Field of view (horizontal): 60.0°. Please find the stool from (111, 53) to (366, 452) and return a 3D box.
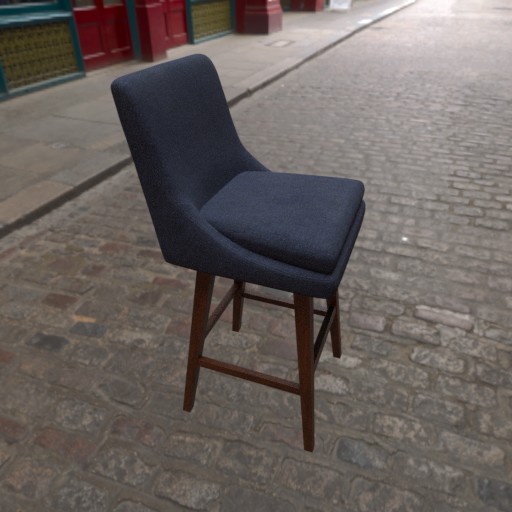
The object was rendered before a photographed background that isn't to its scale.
[{"bbox_3d":[0.000,0.000,1.356,0.572,1.068,0.489,11,34,17],"label":"stool"}]
